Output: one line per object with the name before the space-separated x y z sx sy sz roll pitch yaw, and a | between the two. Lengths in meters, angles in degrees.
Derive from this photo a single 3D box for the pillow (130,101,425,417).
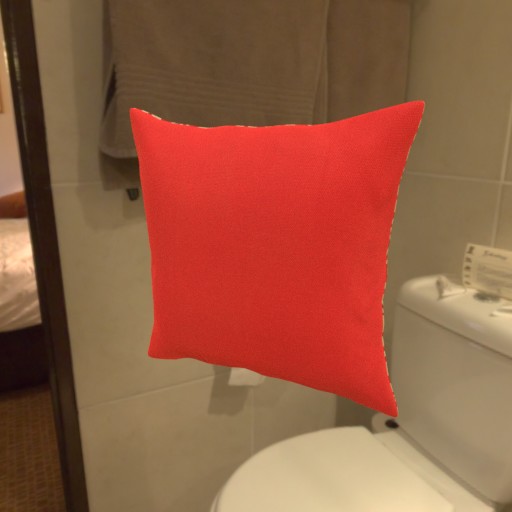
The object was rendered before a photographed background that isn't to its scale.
pillow | 0.000 0.000 0.780 0.522 0.507 0.192 7 17 25
